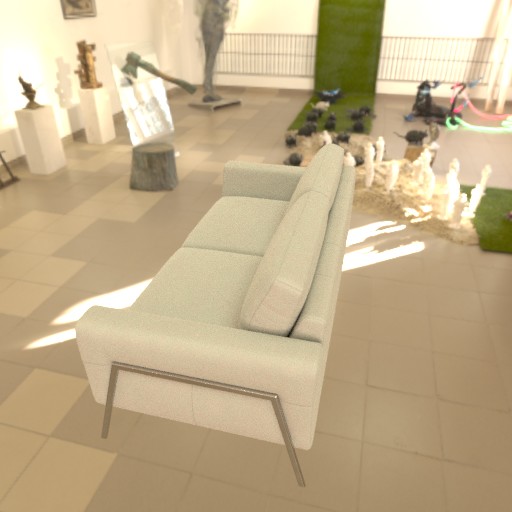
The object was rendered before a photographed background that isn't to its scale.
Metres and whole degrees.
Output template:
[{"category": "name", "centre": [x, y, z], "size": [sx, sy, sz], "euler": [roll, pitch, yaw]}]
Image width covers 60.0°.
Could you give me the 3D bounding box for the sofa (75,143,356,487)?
[{"category": "sofa", "centre": [0.000, 0.000, 2.505], "size": [0.953, 0.875, 2.017], "euler": [8, 32, 12]}]
